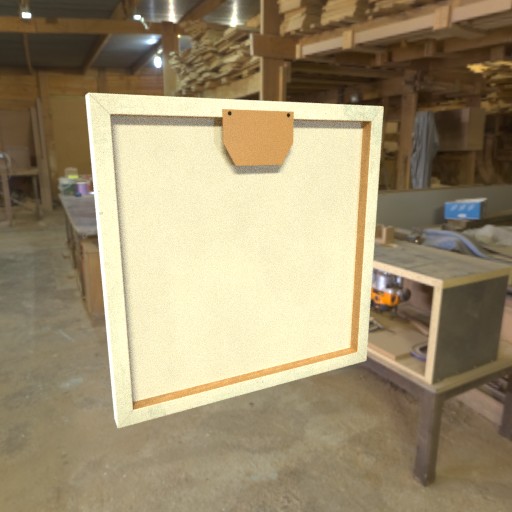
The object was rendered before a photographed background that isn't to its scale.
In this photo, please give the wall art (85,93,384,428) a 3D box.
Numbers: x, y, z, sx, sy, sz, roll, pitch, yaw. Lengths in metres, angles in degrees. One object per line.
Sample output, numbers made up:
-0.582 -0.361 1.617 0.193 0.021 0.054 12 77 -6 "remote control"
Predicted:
0.000 0.000 0.915 0.605 0.605 0.044 -7 16 -26 "wall art"
